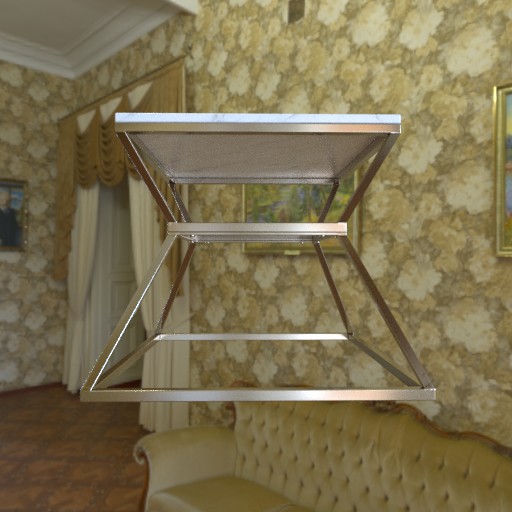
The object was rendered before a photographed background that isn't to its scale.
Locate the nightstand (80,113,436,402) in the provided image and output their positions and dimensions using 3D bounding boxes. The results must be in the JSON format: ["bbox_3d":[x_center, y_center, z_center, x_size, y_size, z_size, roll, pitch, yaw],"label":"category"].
[{"bbox_3d":[0.000,0.000,0.899,0.514,0.426,0.513,0,-1,-1],"label":"nightstand"}]
